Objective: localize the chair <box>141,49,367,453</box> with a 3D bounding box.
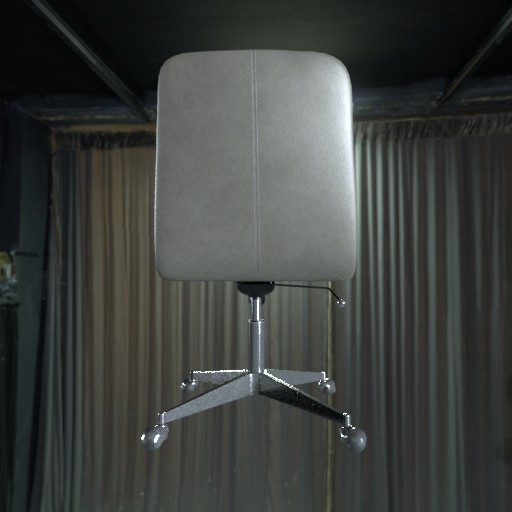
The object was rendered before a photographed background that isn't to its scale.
[{"bbox_3d":[0.000,0.000,1.017,0.422,0.738,0.485,0,-2,1],"label":"chair"}]
